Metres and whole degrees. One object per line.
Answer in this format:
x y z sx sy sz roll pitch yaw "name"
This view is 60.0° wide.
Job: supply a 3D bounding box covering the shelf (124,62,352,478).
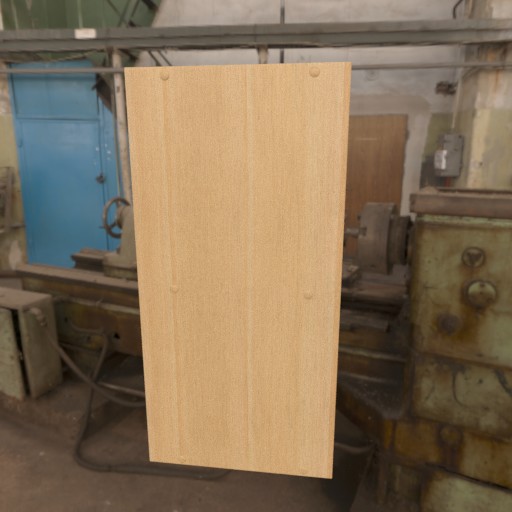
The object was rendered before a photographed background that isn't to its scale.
0.000 0.000 0.823 0.290 0.592 0.414 2 14 8 "shelf"
